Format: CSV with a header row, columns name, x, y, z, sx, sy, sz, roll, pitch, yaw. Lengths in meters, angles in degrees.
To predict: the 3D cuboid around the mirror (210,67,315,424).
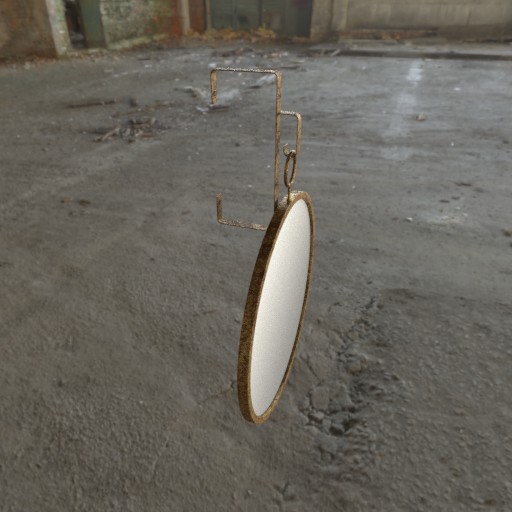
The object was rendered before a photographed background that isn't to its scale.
name,x,y,z,sx,sy,sz,roll,pitch,yaw
mirror,0.000,0.000,0.834,0.144,0.651,0.447,10,32,17
